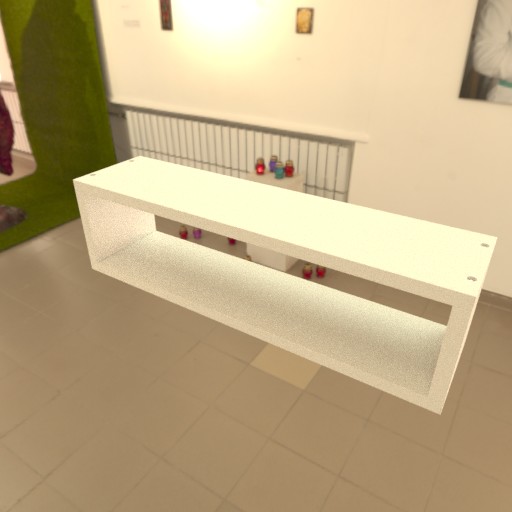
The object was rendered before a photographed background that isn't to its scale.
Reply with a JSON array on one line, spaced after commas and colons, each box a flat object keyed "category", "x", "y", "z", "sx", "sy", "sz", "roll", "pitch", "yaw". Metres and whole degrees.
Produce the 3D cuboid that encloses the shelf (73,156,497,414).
[{"category": "shelf", "x": 0.000, "y": 0.000, "z": 0.675, "sx": 0.610, "sy": 0.170, "sz": 0.150, "roll": 18, "pitch": 35, "yaw": 28}]
